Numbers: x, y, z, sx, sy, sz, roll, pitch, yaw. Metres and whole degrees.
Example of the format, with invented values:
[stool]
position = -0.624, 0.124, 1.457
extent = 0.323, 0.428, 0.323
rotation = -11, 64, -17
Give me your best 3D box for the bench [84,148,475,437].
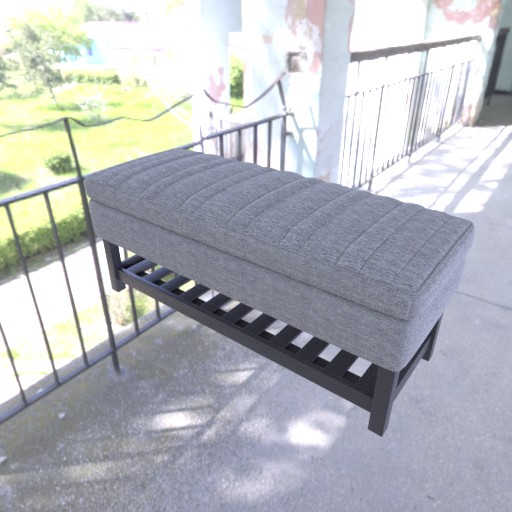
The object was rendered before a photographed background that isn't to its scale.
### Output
[bench]
position = 0.000, 0.000, 1.348
extent = 1.100, 0.470, 0.429
rotation = 21, 36, 32
